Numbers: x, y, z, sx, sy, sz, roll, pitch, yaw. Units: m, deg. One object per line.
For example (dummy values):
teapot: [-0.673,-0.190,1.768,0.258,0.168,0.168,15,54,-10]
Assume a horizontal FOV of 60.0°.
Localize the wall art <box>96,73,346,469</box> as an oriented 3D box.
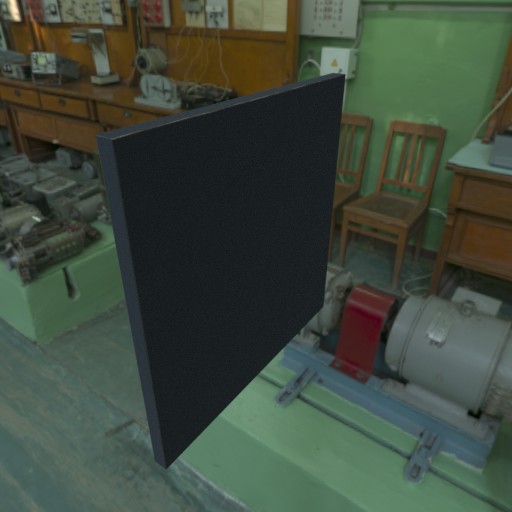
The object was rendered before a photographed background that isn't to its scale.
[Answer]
wall art: [0.000,0.000,1.103,0.038,0.762,0.762,20,36,30]
